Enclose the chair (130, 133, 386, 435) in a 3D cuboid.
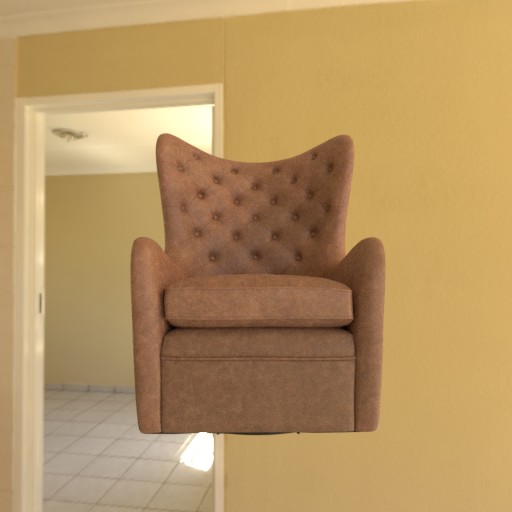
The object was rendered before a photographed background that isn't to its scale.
[{"bbox_3d":[0.000,0.000,1.715,0.831,1.079,0.930,0,-1,-1],"label":"chair"}]
